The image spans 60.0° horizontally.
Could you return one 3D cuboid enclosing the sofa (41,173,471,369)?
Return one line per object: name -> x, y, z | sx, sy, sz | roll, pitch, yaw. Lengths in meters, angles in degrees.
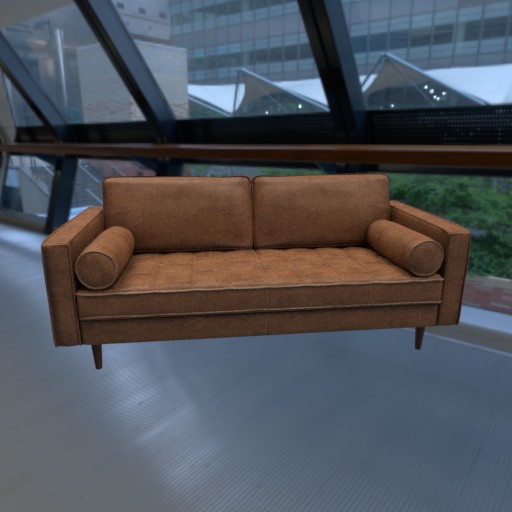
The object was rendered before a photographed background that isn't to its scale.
sofa -> 0.000, 0.000, 2.398 | 1.920, 0.825, 0.924 | -2, 16, -7
